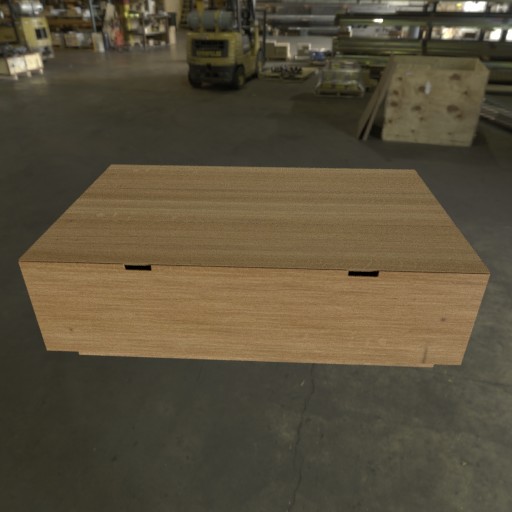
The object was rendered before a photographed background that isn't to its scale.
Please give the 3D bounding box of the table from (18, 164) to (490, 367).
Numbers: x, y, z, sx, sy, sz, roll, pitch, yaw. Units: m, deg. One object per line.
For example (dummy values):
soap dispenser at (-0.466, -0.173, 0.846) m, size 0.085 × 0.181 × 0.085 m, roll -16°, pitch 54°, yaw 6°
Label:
table at (0.000, 0.000, 1.419) m, size 1.110 × 0.353 × 0.678 m, roll 1°, pitch 31°, yaw 2°
